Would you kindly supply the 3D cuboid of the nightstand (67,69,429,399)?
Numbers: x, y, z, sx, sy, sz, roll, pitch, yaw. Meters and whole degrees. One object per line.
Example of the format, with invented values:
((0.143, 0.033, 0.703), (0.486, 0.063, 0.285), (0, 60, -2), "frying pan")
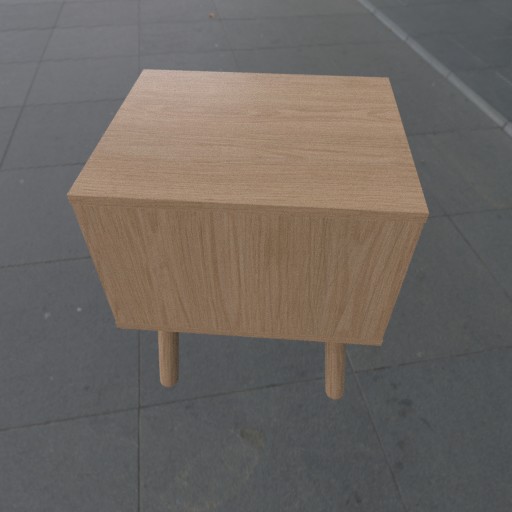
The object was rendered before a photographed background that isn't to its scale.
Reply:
((0.000, 0.000, 0.884), (0.450, 0.571, 0.380), (3, 46, 3), "nightstand")
